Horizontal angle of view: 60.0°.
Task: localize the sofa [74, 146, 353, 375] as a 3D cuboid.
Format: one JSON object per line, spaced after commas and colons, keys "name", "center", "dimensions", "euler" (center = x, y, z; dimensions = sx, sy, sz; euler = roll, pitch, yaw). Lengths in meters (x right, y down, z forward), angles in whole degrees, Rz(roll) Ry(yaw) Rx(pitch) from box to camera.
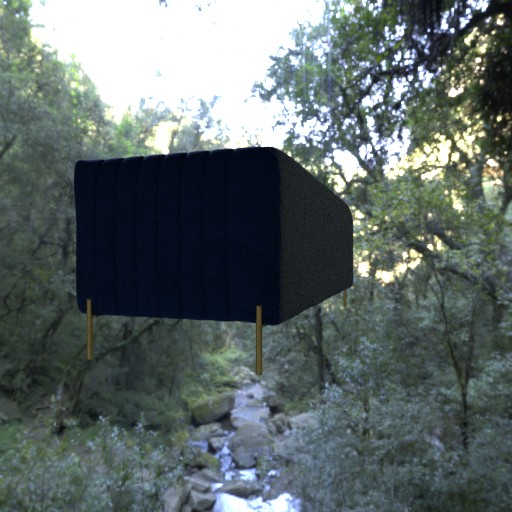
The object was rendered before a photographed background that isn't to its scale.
{"name": "sofa", "center": [0.000, 0.000, 2.589], "dimensions": [0.896, 0.793, 2.136], "euler": [0, 0, 19]}
